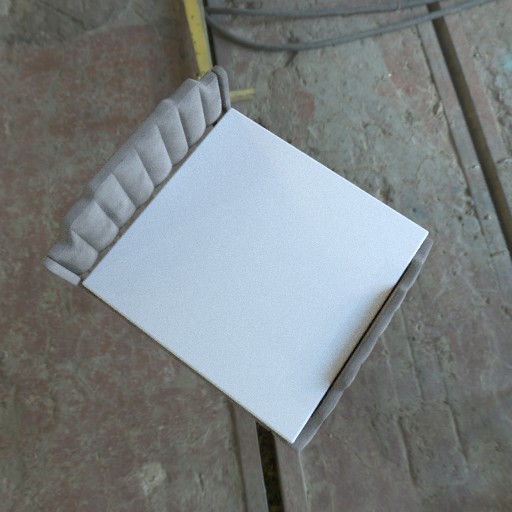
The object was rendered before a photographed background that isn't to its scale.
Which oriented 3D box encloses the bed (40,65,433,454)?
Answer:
[{"bbox_3d":[0.000,0.000,3.575,2.340,1.245,2.074,35,77,9],"label":"bed"}]
